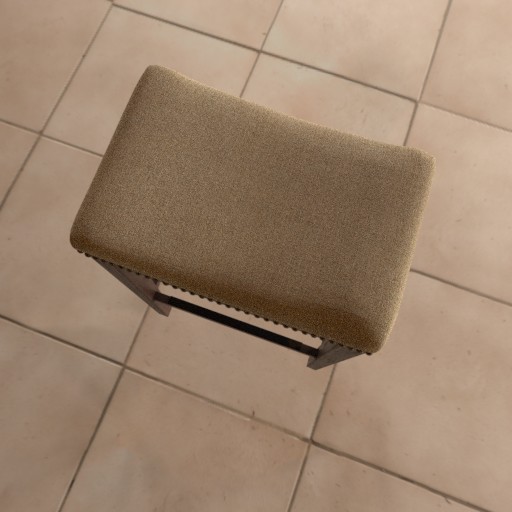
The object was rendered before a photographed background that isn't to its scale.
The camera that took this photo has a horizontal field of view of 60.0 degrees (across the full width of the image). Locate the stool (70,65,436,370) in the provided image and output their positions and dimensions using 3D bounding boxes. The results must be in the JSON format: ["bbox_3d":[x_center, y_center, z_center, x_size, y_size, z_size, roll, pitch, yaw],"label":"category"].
[{"bbox_3d":[0.000,0.000,1.022,0.509,0.768,0.363,19,76,5],"label":"stool"}]
